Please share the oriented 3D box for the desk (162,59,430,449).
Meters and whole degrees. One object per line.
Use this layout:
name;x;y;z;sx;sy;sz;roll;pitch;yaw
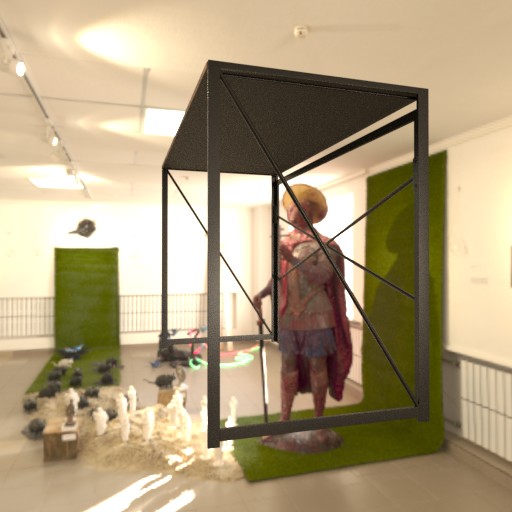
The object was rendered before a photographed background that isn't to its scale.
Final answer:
desk;0.000;0.000;1.409;0.505;0.747;1.015;0;-1;-17
